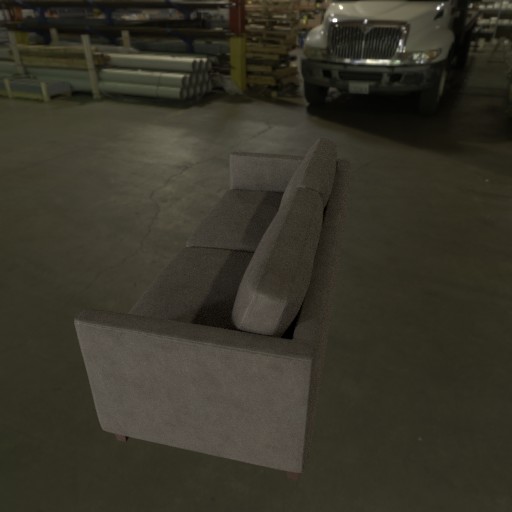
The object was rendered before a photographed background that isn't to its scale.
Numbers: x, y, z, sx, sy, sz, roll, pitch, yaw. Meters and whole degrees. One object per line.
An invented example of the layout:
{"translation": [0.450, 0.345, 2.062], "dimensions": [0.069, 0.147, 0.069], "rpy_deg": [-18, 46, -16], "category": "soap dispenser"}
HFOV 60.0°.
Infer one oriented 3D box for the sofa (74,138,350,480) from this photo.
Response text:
{"translation": [0.000, 0.000, 2.624], "dimensions": [0.951, 0.965, 2.208], "rpy_deg": [7, 31, 12], "category": "sofa"}
